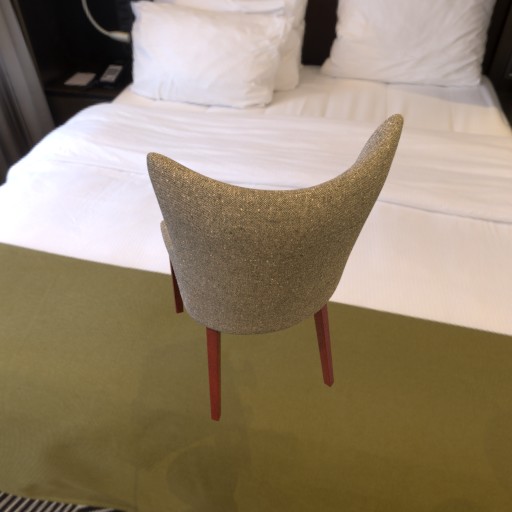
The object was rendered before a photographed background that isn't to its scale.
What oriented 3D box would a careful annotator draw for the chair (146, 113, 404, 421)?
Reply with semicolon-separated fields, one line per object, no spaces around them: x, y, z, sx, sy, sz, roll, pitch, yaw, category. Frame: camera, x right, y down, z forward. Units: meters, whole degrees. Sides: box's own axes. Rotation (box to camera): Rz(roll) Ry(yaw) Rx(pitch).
0.000;0.000;1.284;0.535;0.924;0.623;-12;42;-14;chair
